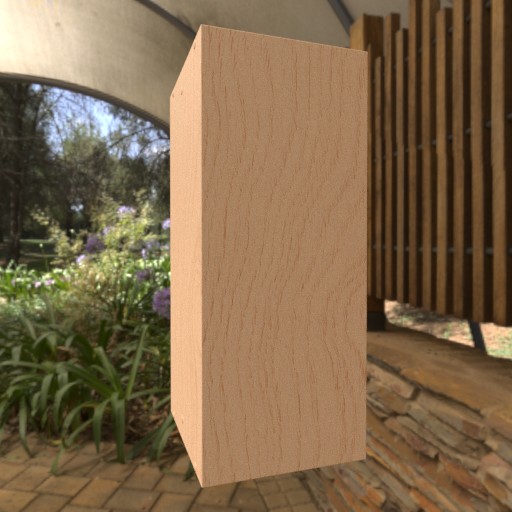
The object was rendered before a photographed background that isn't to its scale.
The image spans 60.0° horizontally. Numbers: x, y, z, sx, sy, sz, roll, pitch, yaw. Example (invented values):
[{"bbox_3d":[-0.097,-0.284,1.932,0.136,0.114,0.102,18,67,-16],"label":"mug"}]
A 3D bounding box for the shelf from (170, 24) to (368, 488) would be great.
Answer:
[{"bbox_3d":[0.000,0.000,0.750,0.250,0.600,0.290,0,1,-19],"label":"shelf"}]
